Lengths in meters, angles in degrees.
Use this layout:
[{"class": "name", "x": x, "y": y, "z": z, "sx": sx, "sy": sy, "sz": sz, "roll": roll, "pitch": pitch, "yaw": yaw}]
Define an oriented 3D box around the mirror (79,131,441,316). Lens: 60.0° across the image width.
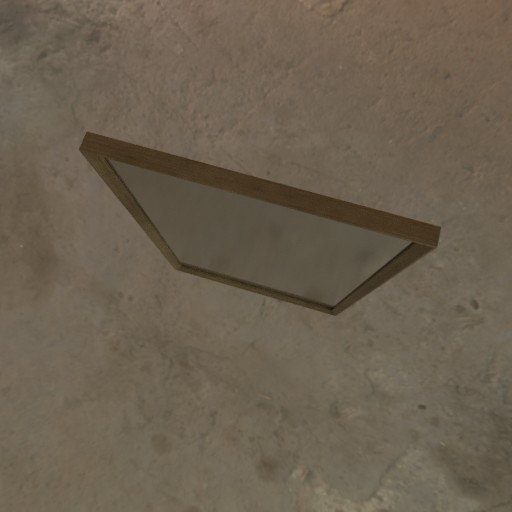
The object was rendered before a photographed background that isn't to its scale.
[{"class": "mirror", "x": 0.000, "y": 0.000, "z": 1.169, "sx": 0.609, "sy": 0.915, "sz": 0.041, "roll": 16, "pitch": 76, "yaw": 4}]
